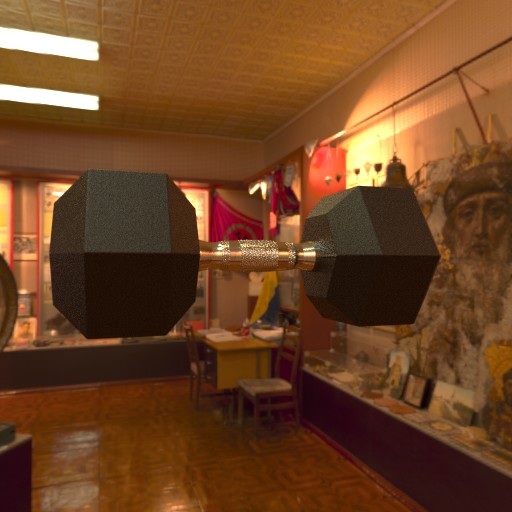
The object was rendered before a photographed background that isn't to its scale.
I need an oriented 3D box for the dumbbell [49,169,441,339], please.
[{"bbox_3d":[0.000,0.000,0.437,0.361,0.137,0.157,0,-1,-17],"label":"dumbbell"}]
